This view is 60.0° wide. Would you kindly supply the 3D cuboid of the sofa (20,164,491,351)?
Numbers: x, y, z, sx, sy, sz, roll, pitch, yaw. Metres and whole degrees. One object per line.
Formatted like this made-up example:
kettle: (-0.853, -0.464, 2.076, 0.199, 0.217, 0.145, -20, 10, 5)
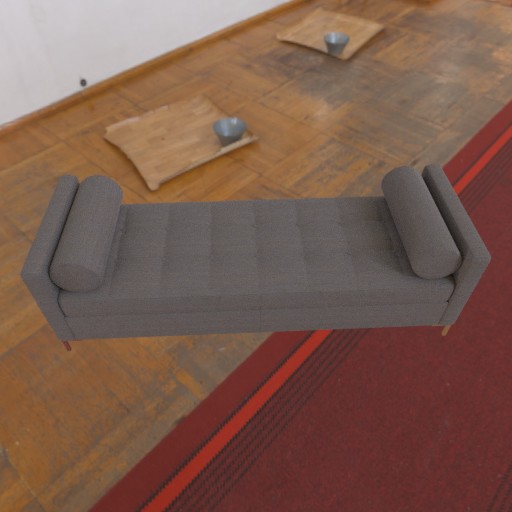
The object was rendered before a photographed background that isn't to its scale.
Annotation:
sofa: (0.000, 0.000, 2.294, 1.981, 0.635, 0.686, -2, 47, -2)
